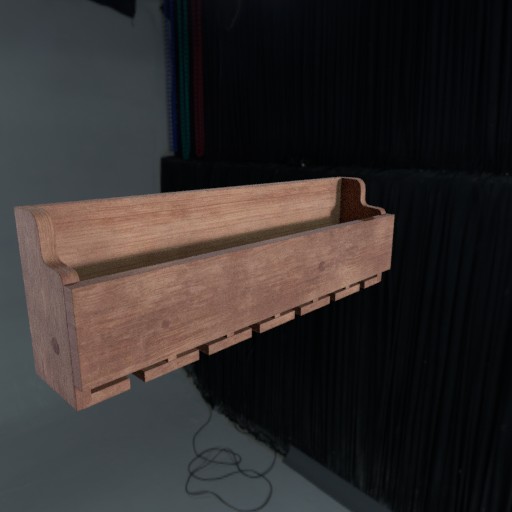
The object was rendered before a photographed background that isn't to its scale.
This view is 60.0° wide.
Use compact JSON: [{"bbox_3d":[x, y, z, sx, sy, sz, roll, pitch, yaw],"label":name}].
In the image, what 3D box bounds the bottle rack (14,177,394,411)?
[{"bbox_3d":[0.000,0.000,0.663,0.126,0.196,0.608,13,19,43],"label":"bottle rack"}]
